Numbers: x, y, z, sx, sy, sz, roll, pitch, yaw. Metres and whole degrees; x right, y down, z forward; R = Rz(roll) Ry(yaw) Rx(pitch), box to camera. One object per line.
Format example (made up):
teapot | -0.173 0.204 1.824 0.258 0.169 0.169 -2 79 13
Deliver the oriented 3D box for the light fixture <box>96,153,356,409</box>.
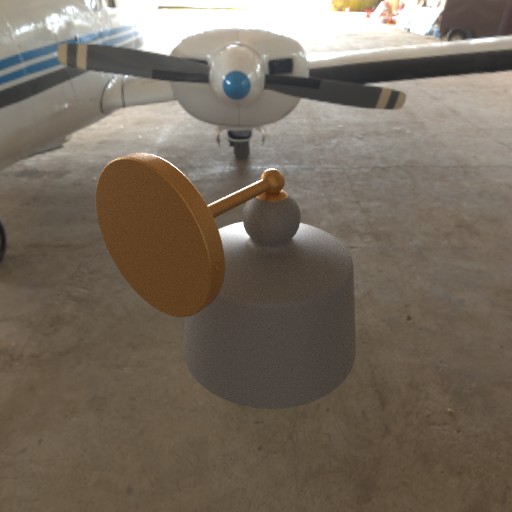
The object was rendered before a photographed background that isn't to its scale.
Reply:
light fixture | 0.000 0.000 0.445 0.204 0.268 0.254 22 37 32
